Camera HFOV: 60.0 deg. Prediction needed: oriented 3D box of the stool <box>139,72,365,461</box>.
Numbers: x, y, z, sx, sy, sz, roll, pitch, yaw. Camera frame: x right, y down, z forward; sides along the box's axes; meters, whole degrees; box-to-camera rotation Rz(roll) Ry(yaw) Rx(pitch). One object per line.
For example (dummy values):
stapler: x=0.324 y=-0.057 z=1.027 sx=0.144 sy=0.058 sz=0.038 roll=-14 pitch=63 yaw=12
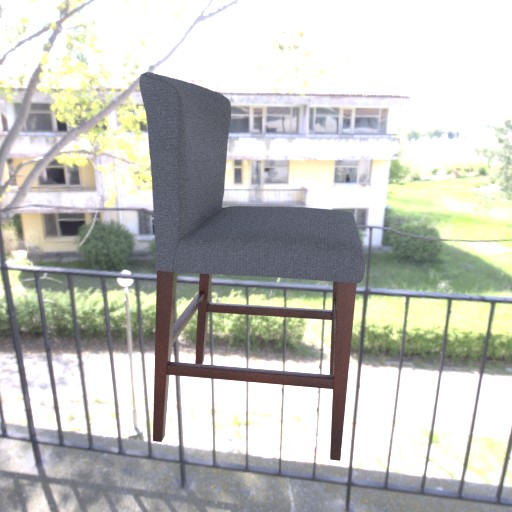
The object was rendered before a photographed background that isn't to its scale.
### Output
stool: x=0.000 y=0.000 z=1.261 sx=0.568 sy=0.968 sz=0.479 roll=3 pitch=17 yaw=8
